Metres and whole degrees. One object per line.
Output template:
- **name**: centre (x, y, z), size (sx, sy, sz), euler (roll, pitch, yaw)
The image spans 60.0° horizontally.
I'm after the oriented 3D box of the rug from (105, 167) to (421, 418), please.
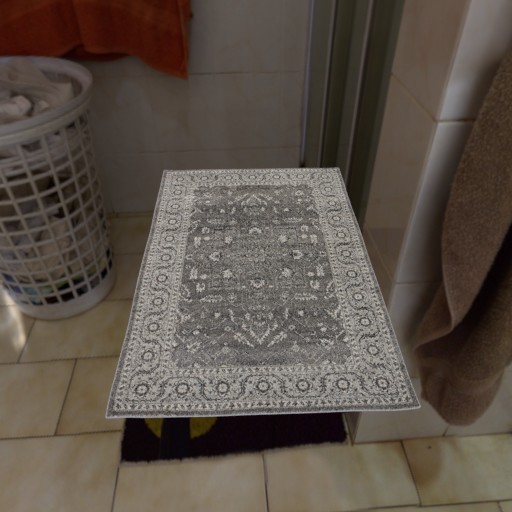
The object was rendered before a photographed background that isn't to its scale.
- **rug**: centre (0.000, 0.000, 2.373), size (1.209, 0.019, 1.828), euler (-1, 41, -1)
